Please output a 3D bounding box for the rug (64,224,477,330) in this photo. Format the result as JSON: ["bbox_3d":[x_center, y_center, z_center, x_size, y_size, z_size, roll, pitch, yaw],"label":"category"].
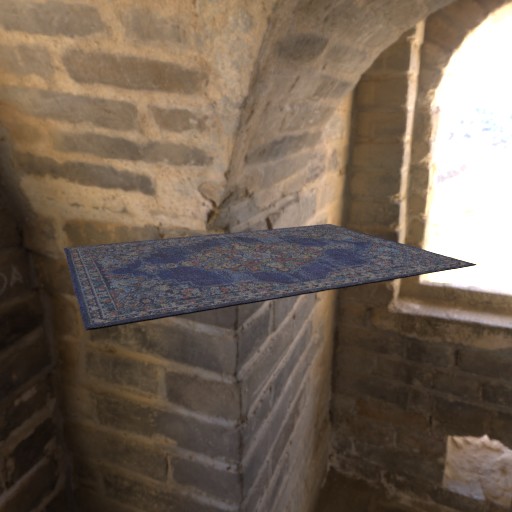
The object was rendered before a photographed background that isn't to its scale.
[{"bbox_3d":[0.000,0.000,3.787,2.940,0.011,2.053,-7,16,-25],"label":"rug"}]
